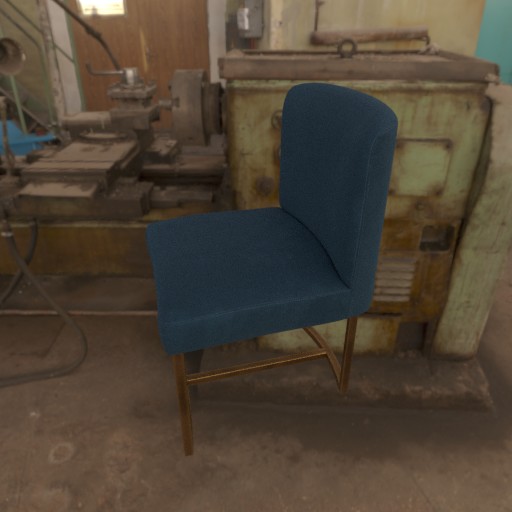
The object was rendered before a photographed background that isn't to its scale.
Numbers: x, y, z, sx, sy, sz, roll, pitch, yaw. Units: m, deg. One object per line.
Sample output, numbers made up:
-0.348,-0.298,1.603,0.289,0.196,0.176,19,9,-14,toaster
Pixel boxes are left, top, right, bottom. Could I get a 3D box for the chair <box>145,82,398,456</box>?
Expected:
0.000,0.000,1.194,0.560,0.824,0.530,-8,30,-14,chair
